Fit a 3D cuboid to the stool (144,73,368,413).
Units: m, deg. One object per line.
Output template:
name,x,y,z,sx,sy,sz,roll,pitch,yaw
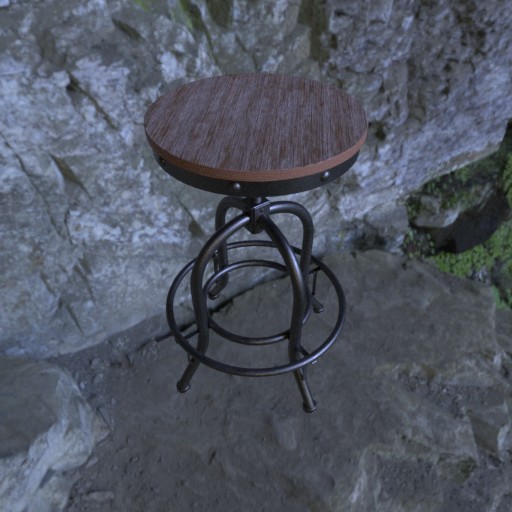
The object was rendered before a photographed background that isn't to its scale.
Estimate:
stool,0.000,0.000,0.904,0.439,0.609,0.439,-25,48,-25
